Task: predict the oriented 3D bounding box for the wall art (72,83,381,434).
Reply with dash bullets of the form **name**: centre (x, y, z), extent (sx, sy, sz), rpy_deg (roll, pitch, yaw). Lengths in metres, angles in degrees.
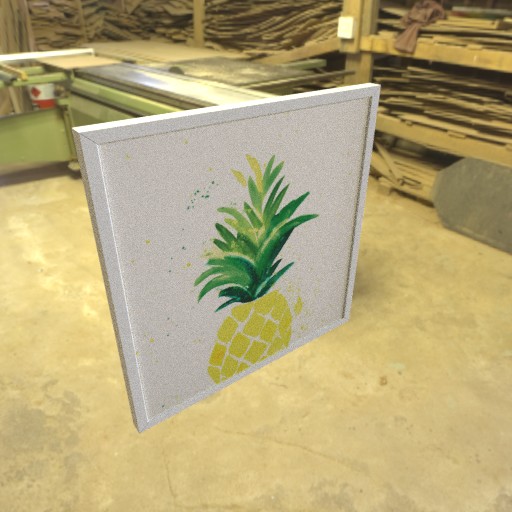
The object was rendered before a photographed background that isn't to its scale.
- **wall art**: centre (0.000, 0.000, 1.139), extent (0.763, 0.761, 0.038), rpy_deg (-21, 36, -31)
